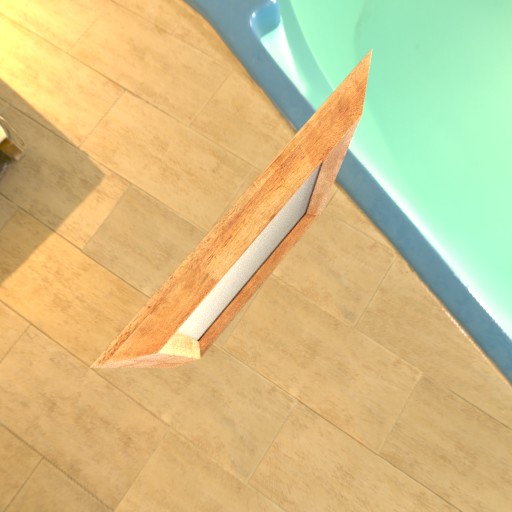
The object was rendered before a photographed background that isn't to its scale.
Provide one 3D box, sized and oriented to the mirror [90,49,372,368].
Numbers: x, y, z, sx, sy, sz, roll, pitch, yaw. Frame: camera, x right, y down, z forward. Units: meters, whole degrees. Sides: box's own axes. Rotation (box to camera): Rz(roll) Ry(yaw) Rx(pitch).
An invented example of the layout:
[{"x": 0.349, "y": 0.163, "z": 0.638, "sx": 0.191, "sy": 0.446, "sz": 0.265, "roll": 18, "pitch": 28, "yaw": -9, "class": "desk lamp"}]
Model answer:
[{"x": 0.000, "y": 0.000, "z": 0.969, "sx": 0.047, "sy": 0.651, "sz": 0.651, "roll": 39, "pitch": 79, "yaw": 9, "class": "mirror"}]
